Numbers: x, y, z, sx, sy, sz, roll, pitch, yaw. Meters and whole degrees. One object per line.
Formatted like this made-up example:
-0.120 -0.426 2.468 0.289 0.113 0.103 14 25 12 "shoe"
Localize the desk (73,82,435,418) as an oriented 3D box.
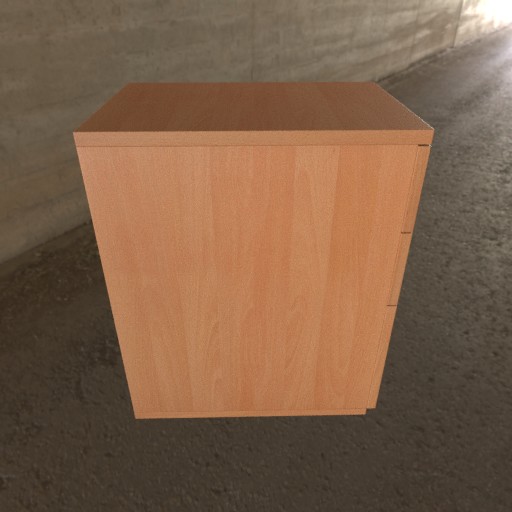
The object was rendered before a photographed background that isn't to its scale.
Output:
0.000 0.000 1.084 0.600 0.730 0.404 -1 32 -1 "desk"
